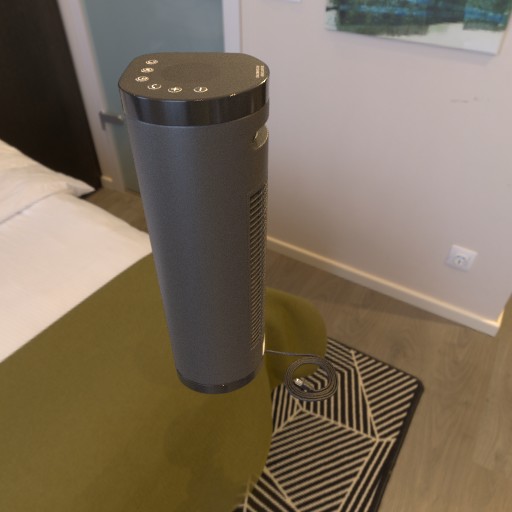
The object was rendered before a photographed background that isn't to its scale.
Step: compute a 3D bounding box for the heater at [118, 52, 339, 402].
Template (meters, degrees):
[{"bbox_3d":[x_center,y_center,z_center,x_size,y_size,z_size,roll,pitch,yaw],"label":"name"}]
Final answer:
[{"bbox_3d":[0.000,0.000,0.690,0.312,0.552,0.174,1,41,1],"label":"heater"}]
